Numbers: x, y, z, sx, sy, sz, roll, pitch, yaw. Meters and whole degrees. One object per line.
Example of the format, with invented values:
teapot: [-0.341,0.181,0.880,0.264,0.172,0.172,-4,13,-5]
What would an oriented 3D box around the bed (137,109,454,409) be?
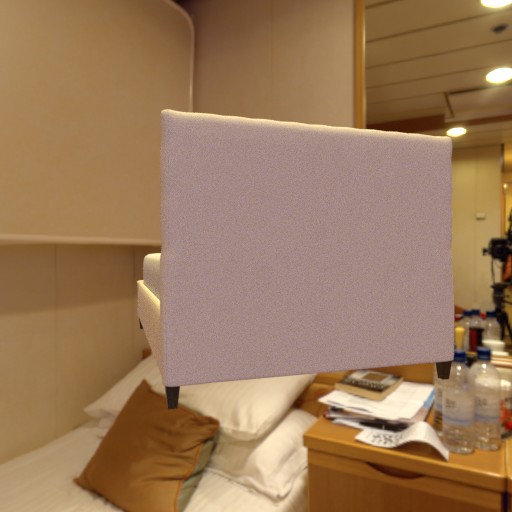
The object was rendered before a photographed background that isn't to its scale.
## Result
bed: [0.000,0.000,3.453,1.698,1.427,2.387,0,1,-18]
